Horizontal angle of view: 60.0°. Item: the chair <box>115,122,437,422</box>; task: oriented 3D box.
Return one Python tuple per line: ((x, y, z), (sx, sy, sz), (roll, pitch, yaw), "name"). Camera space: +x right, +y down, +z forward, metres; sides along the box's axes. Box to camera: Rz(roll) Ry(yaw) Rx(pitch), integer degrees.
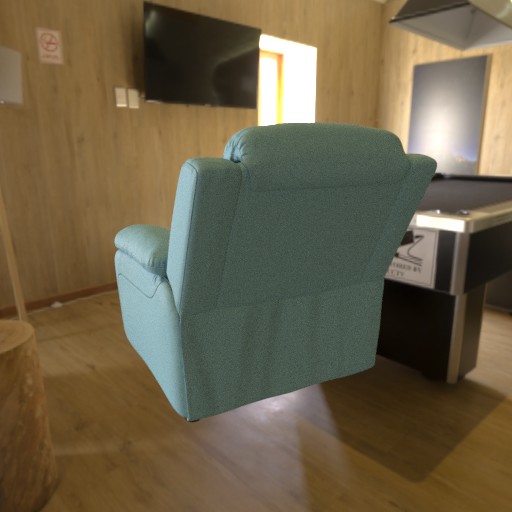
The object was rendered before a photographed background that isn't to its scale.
((0.000, 0.000, 1.248), (0.680, 0.702, 0.709), (-7, 16, -27), "chair")
